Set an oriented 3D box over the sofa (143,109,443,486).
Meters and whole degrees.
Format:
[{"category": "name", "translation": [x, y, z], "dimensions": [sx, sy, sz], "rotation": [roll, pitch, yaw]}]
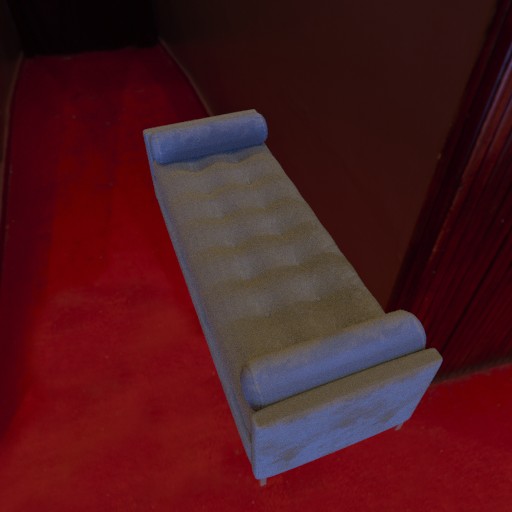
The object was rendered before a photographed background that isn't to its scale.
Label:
[{"category": "sofa", "translation": [0.000, 0.000, 2.483], "dimensions": [0.796, 0.705, 2.102], "rotation": [-15, 48, -14]}]
